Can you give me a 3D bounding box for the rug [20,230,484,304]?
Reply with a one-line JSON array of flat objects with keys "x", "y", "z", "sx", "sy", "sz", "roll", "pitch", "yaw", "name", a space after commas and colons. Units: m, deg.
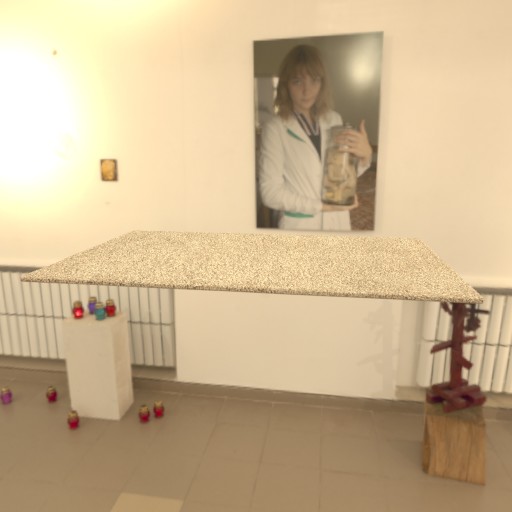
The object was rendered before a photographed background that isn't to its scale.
[{"x": 0.000, "y": 0.000, "z": 3.015, "sx": 2.438, "sy": 0.030, "sz": 1.524, "roll": 2, "pitch": 13, "yaw": 9, "name": "rug"}]
